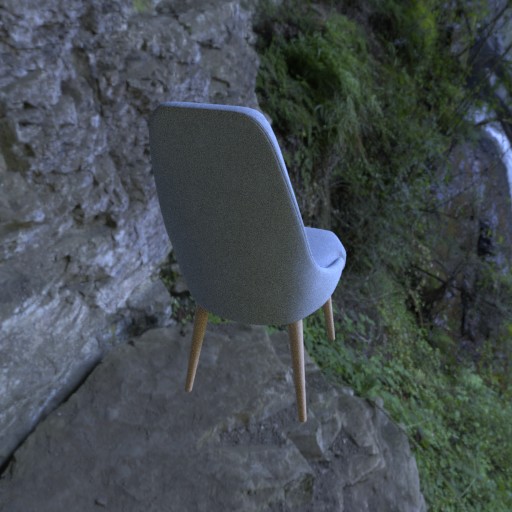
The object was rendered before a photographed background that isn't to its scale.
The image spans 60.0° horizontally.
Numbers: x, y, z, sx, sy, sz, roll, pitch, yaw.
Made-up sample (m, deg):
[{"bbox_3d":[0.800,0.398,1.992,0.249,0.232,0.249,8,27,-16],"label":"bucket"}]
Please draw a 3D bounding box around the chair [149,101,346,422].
[{"bbox_3d":[0.000,0.000,1.370,0.510,1.040,0.660,10,33,15],"label":"chair"}]
